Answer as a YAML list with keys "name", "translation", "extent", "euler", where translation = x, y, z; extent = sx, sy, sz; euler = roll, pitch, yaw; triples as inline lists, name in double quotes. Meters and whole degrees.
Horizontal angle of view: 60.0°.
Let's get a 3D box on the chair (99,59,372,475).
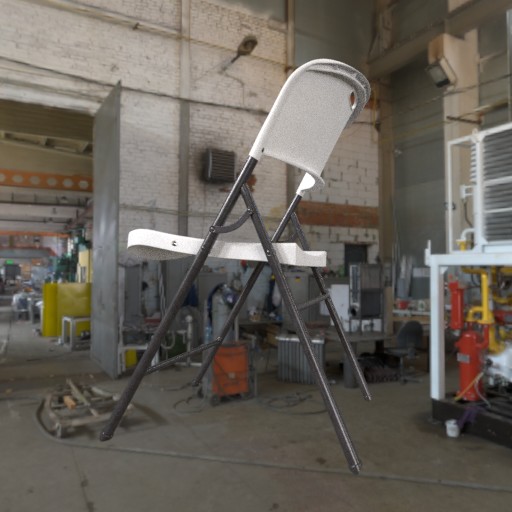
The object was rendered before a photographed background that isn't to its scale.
- name: "chair"
  translation: [0.000, 0.000, 1.121]
  extent: [0.566, 0.810, 0.494]
  euler: [-1, -2, 17]
